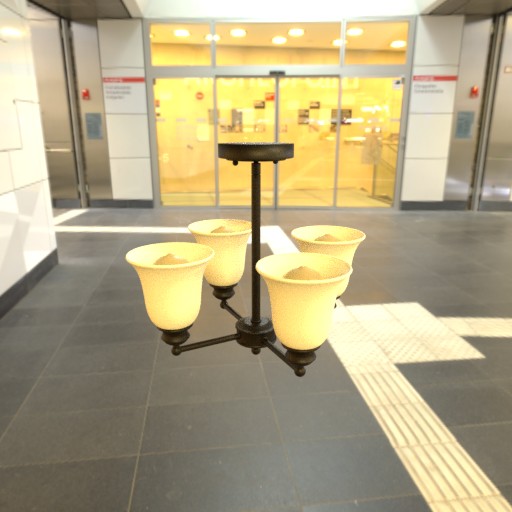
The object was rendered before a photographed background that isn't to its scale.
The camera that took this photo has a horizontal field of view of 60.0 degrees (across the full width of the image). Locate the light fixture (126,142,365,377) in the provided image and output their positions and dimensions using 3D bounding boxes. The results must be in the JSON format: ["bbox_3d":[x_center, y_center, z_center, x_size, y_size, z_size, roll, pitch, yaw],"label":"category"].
[{"bbox_3d":[0.000,0.000,1.878,1.069,0.925,1.069,-8,18,-26],"label":"light fixture"}]
